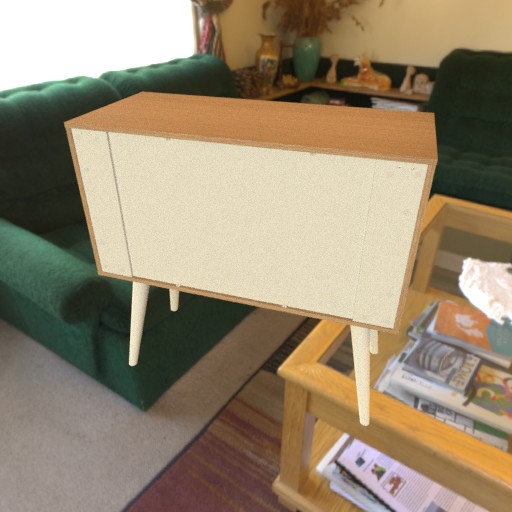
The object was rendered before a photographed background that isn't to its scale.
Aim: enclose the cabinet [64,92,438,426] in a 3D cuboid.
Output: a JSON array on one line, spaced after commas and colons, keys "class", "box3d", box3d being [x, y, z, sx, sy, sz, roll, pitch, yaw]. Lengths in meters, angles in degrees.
[{"class": "cabinet", "box3d": [0.000, 0.000, 1.646, 1.057, 1.016, 0.470, 10, 33, 15]}]
